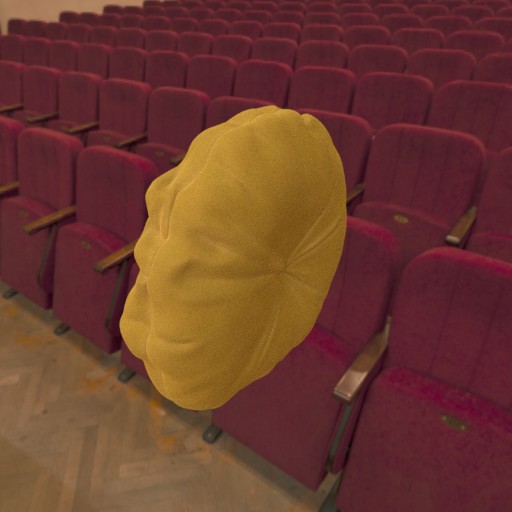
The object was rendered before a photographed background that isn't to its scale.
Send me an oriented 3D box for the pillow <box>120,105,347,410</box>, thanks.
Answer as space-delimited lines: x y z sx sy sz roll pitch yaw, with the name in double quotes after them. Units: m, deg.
0.000 0.000 0.634 0.148 0.407 0.428 22 38 31 "pillow"
